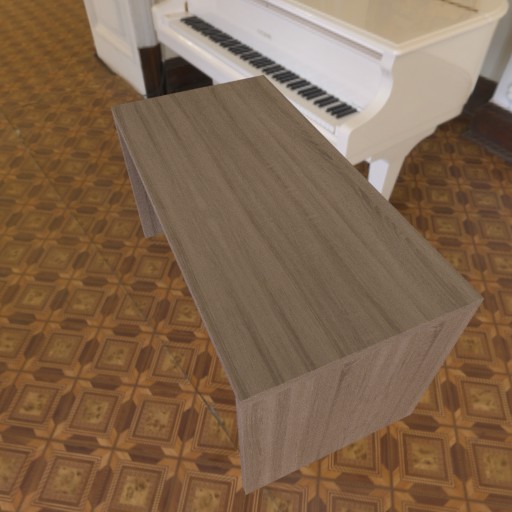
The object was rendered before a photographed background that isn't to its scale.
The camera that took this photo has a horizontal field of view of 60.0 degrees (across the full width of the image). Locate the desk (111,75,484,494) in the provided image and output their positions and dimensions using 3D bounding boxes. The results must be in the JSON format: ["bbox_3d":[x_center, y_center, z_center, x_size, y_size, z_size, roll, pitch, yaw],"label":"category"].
[{"bbox_3d":[0.000,0.000,1.762,0.690,0.745,1.380,-18,50,-16],"label":"desk"}]
